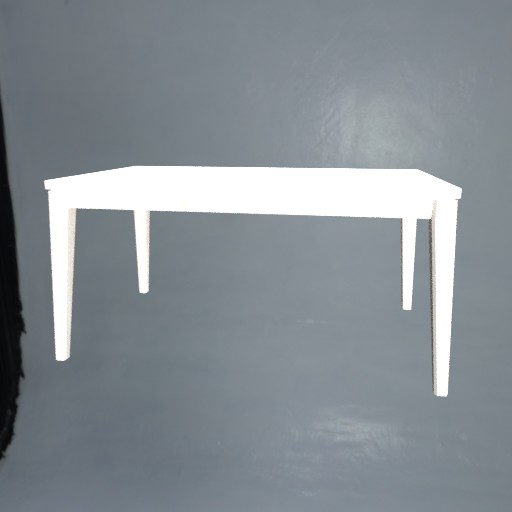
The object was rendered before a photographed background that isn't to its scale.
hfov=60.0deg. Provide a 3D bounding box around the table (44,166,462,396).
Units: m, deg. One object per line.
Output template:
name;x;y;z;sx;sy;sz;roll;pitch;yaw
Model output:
table;0.000;0.000;2.099;1.600;0.760;0.900;3;16;10
